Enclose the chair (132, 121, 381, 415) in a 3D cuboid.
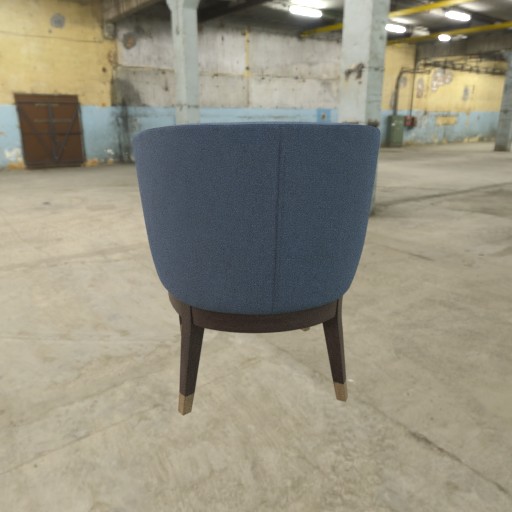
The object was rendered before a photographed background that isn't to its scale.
[{"bbox_3d":[0.000,0.000,1.316,0.661,0.760,0.702,-2,17,-8],"label":"chair"}]
